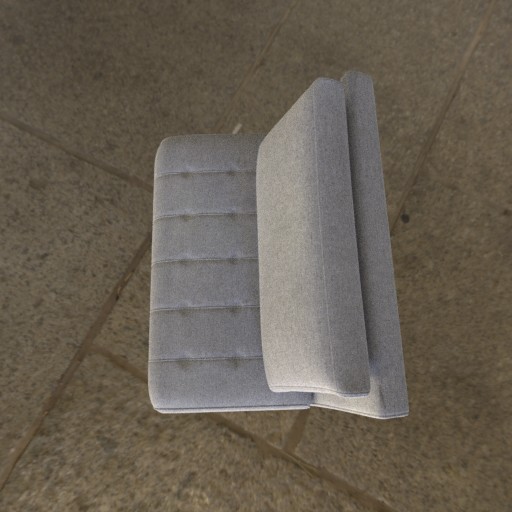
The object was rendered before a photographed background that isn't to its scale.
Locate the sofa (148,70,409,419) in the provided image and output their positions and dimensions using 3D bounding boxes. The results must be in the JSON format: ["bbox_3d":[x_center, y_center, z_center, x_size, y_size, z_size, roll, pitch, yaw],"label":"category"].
[{"bbox_3d":[0.000,0.000,1.818,0.910,0.910,1.220,-2,75,0],"label":"sofa"}]
